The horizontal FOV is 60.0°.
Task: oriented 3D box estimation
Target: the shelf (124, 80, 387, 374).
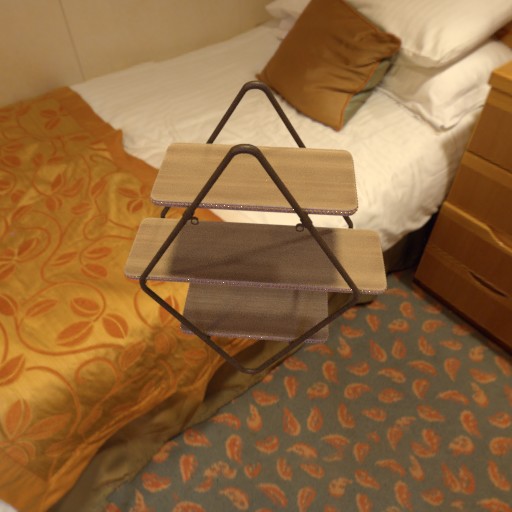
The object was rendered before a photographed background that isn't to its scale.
[{"bbox_3d":[0.000,0.000,1.077,0.609,0.774,0.234,3,48,3],"label":"shelf"}]
